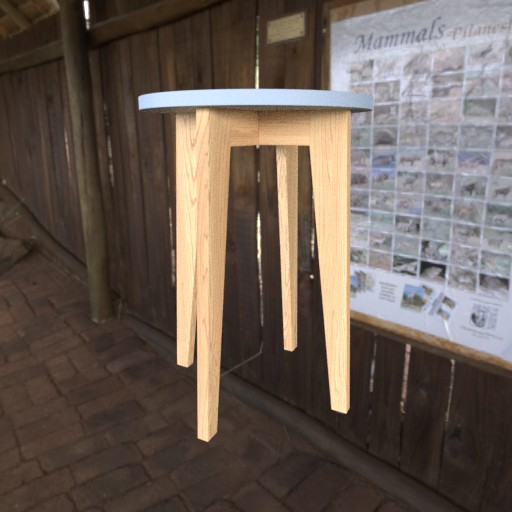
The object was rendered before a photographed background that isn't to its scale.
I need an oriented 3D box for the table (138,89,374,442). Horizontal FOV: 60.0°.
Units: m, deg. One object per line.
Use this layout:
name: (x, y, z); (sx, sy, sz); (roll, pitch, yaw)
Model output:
table: (0.000, 0.000, 0.748); (0.350, 0.500, 0.350); (0, 16, 0)
